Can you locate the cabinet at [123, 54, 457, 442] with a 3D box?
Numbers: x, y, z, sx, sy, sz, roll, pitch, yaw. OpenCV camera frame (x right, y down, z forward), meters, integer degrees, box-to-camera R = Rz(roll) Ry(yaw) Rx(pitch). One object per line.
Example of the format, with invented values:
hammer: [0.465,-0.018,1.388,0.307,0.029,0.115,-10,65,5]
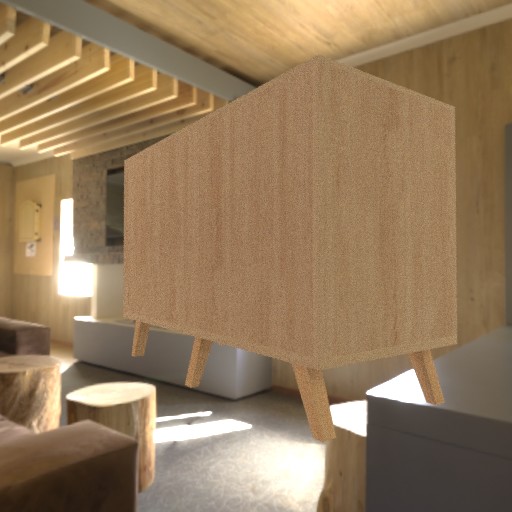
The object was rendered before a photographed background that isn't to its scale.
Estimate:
cabinet: [0.000,0.000,1.471,0.500,0.780,1.110,1,-1,-36]
